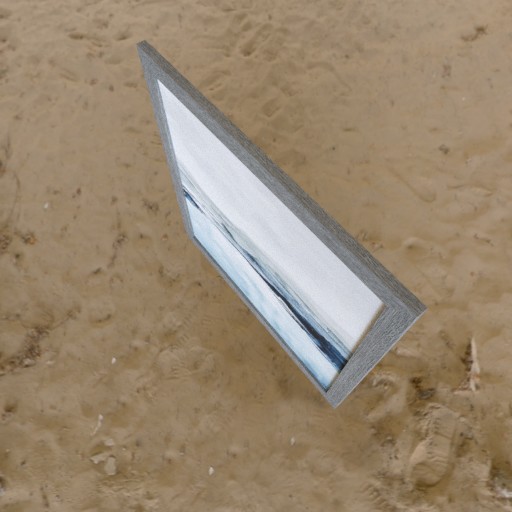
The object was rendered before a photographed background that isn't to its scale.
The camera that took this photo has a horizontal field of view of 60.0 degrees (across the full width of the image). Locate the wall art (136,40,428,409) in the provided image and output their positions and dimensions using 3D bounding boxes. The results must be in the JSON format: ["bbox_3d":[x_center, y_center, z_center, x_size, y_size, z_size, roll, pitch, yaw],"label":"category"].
[{"bbox_3d":[0.000,0.000,0.997,0.020,0.685,0.685,-35,67,-17],"label":"wall art"}]
